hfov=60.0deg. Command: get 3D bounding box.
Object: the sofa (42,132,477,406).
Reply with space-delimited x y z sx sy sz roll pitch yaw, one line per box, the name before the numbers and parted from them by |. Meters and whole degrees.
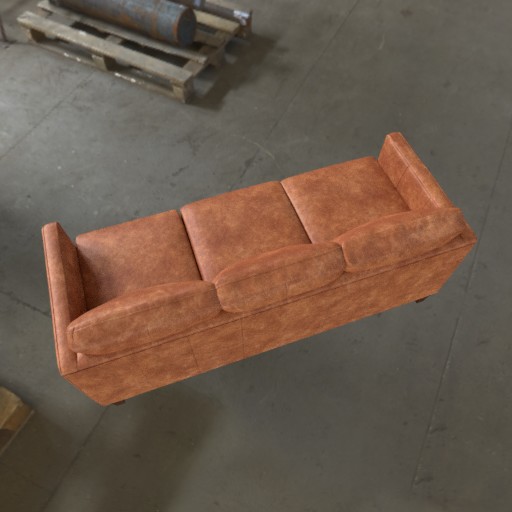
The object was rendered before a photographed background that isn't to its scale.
sofa | 0.000 0.000 2.931 2.464 1.006 1.045 -17 60 -10
